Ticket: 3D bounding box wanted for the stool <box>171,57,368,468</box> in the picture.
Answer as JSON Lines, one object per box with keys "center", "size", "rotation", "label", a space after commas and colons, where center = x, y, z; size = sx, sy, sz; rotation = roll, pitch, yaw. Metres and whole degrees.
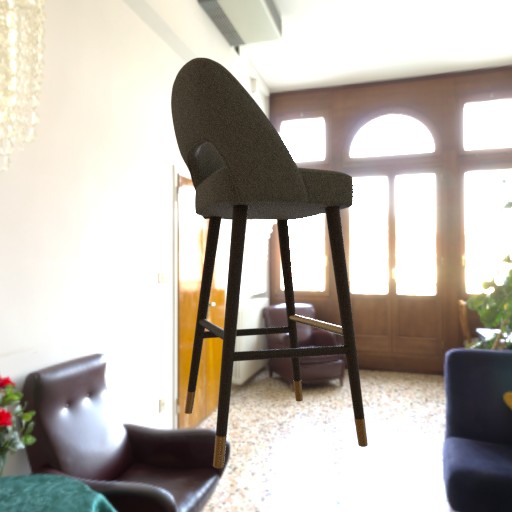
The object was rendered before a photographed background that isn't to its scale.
{"center": [0.000, 0.000, 1.407], "size": [0.524, 1.089, 0.536], "rotation": [0, -1, -19], "label": "stool"}
